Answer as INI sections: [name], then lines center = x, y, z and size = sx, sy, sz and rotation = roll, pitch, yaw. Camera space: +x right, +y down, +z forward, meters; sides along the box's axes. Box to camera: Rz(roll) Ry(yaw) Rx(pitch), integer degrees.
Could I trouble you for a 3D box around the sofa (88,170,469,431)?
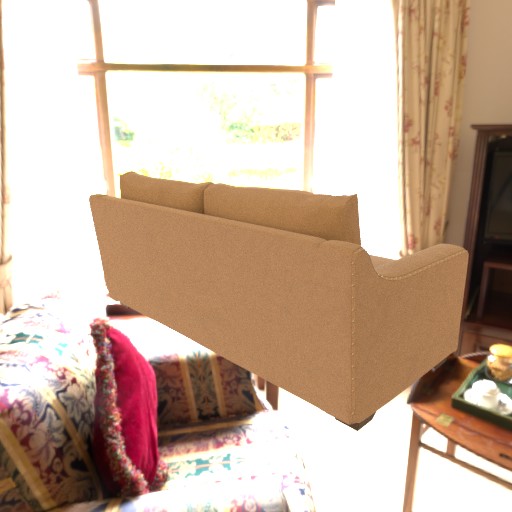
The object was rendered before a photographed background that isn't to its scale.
[sofa]
center = 0.000, 0.000, 2.511
size = 1.030, 0.901, 1.967
rotation = -14, 21, -42
